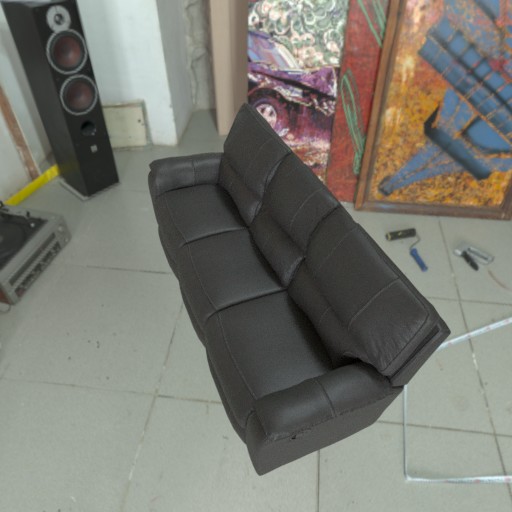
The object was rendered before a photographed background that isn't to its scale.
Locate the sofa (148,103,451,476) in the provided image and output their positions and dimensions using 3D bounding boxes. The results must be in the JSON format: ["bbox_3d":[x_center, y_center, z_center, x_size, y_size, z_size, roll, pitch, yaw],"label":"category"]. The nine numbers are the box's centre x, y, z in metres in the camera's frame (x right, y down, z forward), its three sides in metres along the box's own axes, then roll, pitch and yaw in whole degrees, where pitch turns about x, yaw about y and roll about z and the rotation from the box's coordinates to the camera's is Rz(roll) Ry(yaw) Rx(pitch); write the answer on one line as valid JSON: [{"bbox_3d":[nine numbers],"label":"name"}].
[{"bbox_3d":[0.000,0.000,3.182,1.104,1.134,2.627,-16,47,-16],"label":"sofa"}]
